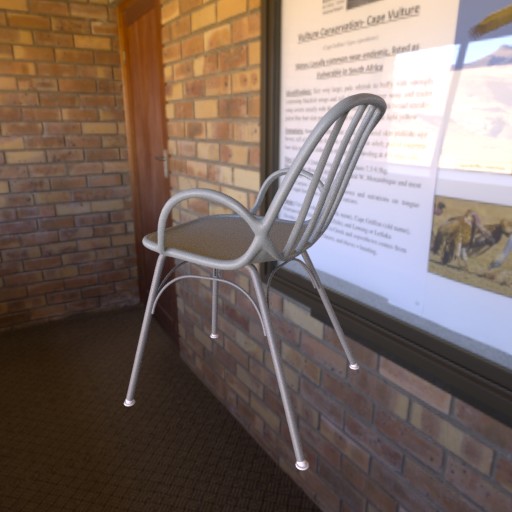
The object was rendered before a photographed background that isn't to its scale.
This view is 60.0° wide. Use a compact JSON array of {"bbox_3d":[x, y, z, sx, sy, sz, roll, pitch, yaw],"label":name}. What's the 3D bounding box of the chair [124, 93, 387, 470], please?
[{"bbox_3d":[0.000,0.000,1.211,0.597,0.816,0.549,8,18,25],"label":"chair"}]
